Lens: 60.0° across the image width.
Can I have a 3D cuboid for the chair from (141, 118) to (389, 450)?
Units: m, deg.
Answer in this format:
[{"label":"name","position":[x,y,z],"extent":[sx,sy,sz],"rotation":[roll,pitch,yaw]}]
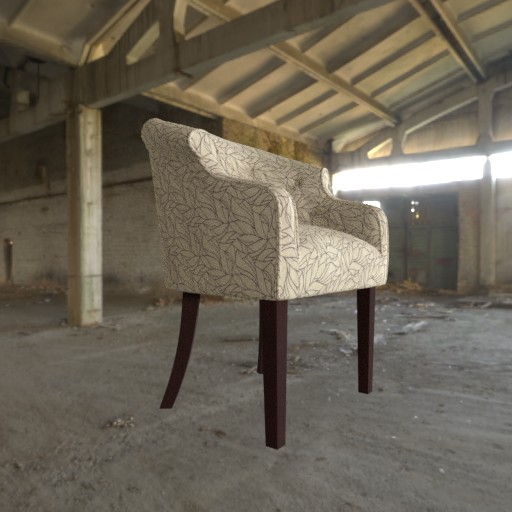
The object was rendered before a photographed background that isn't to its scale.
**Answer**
[{"label":"chair","position":[0.000,0.000,1.348],"extent":[0.613,0.858,0.686],"rotation":[0,1,38]}]
